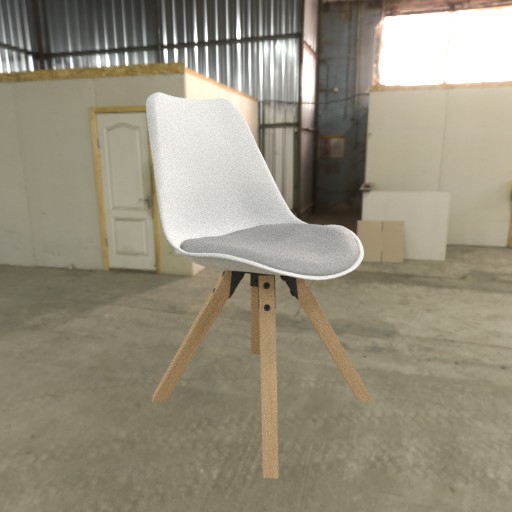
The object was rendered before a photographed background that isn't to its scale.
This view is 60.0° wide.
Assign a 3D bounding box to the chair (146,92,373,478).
[{"bbox_3d":[0.000,0.000,1.193,0.550,0.850,0.485,13,19,42],"label":"chair"}]
